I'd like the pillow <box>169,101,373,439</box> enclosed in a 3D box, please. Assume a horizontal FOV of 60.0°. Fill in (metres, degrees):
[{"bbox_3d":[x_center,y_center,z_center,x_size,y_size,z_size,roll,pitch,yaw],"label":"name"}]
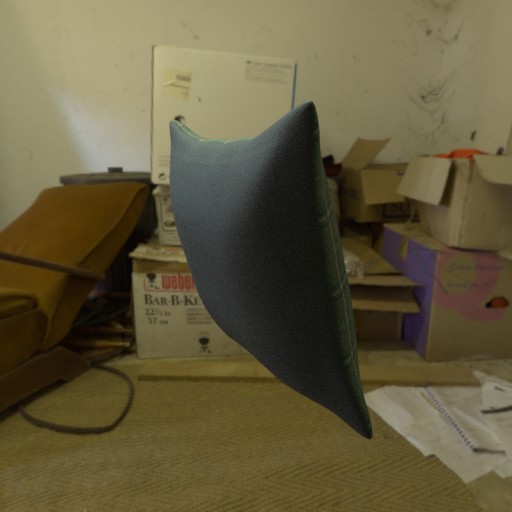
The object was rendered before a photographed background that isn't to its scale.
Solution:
[{"bbox_3d":[0.000,0.000,0.702,0.200,0.430,0.453,-7,16,-27],"label":"pillow"}]
